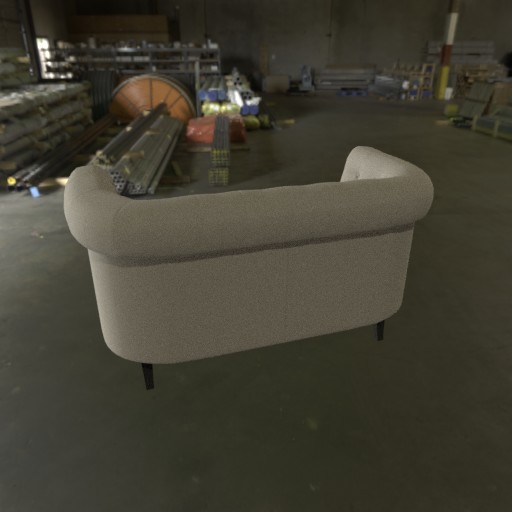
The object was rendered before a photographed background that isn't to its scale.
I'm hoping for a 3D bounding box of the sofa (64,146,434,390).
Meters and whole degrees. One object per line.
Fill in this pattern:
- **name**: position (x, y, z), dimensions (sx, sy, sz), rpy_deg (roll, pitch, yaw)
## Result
- **sofa**: position (0.000, 0.000, 2.046), dimensions (1.558, 0.827, 0.835), rpy_deg (-8, 26, -16)
